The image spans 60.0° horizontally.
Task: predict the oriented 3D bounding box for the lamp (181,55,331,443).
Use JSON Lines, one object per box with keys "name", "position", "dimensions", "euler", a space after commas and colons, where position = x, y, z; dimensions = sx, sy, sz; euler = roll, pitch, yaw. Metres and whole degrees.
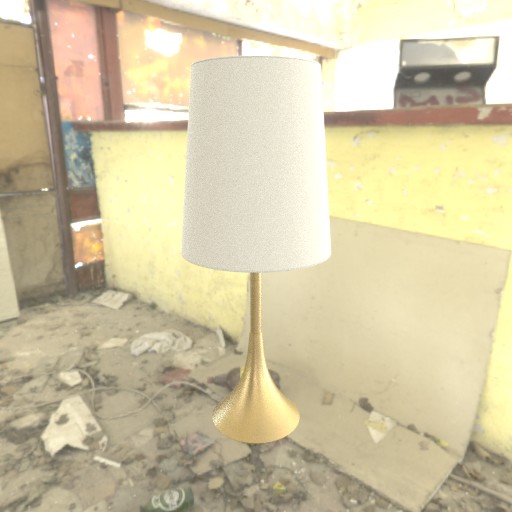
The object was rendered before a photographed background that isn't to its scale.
{"name": "lamp", "position": [0.000, 0.000, 0.693], "dimensions": [0.231, 0.569, 0.231], "euler": [0, 15, 0]}
